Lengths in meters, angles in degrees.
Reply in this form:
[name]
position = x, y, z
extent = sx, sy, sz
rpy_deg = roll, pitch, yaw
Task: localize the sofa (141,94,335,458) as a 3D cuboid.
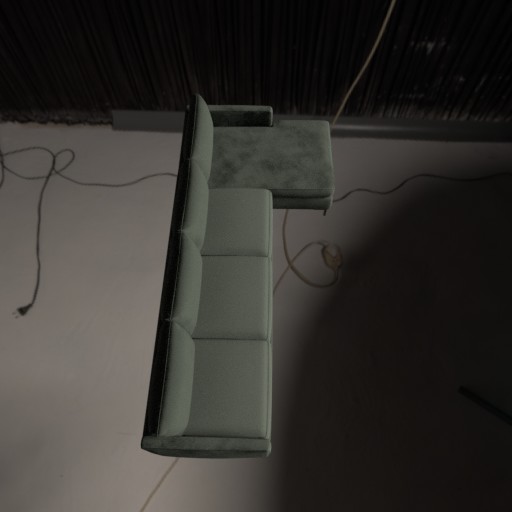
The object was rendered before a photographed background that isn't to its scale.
[sofa]
position = 0.000, 0.000, 3.267
extent = 1.255, 0.756, 2.725
rpy_deg = 1, 62, 1
